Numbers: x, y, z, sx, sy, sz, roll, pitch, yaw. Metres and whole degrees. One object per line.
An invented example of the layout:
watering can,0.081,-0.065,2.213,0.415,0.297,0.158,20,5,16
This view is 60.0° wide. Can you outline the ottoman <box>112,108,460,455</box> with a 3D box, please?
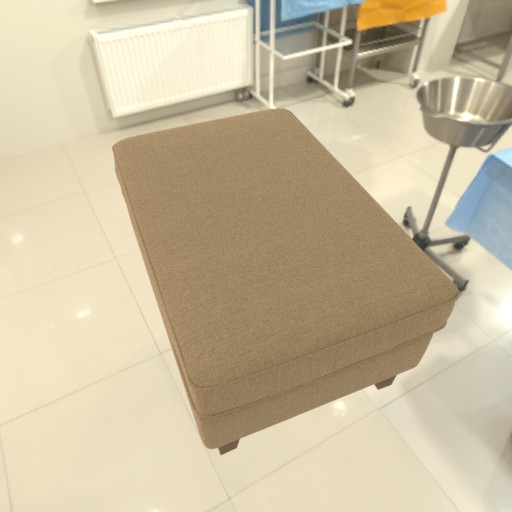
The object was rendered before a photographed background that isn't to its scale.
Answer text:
ottoman,0.000,0.000,1.318,0.636,0.521,0.945,-16,48,-15
